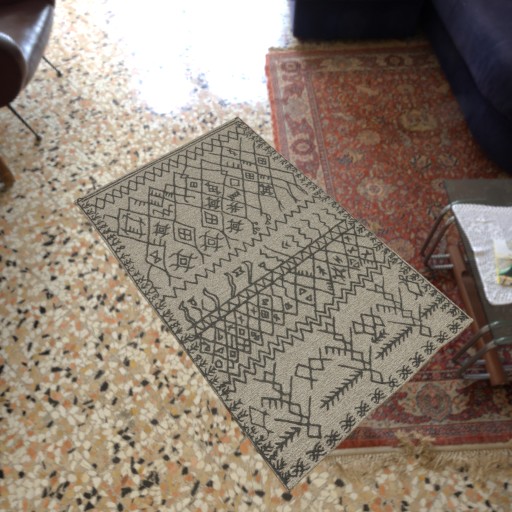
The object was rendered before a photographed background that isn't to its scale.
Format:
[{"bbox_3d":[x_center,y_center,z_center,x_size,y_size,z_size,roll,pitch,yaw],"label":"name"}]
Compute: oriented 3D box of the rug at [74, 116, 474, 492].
[{"bbox_3d":[0.000,0.000,4.737,2.393,0.019,3.824,-34,63,-20],"label":"rug"}]
